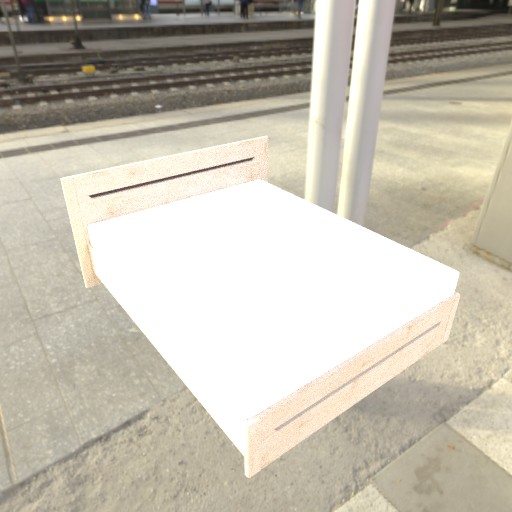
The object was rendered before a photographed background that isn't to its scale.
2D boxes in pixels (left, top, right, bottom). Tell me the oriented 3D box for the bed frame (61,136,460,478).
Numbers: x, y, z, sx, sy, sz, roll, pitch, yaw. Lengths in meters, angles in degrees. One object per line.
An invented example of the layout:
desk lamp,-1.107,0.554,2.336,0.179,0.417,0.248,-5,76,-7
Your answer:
bed frame,0.000,0.000,3.020,1.800,0.900,2.080,-21,36,-31
